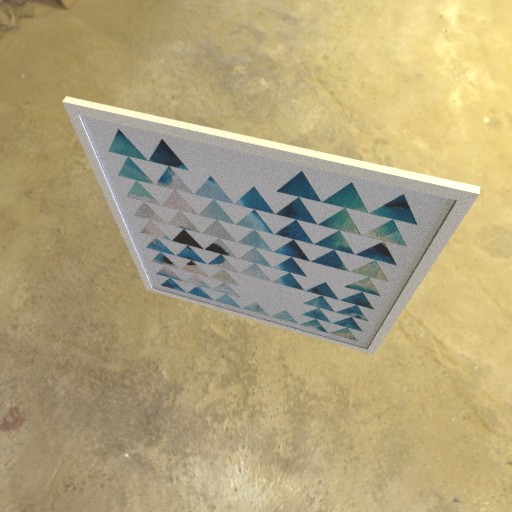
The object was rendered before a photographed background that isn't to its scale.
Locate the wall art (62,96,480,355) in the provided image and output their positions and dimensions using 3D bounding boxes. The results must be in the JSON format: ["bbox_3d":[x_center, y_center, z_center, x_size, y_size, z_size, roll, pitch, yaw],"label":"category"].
[{"bbox_3d":[0.000,0.000,0.807,0.557,0.557,0.012,15,59,9],"label":"wall art"}]
